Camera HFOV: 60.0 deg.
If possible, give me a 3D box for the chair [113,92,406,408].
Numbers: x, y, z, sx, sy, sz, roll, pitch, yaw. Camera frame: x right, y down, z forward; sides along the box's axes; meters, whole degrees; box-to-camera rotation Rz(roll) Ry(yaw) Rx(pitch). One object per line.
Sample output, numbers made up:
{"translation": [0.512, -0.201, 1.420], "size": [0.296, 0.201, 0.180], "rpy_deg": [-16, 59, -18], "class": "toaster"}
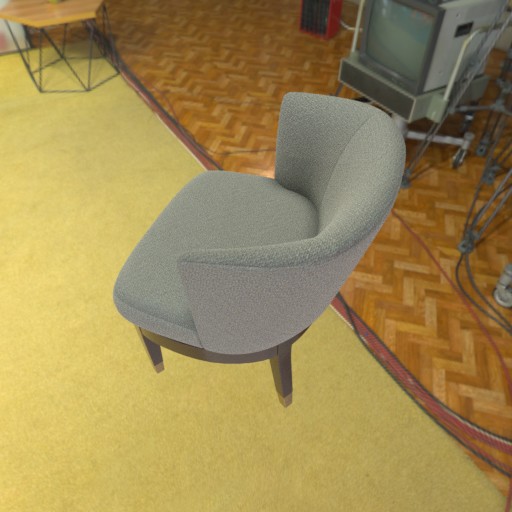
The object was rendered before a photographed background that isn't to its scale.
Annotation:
{"translation": [0.000, 0.000, 1.280], "size": [0.660, 0.760, 0.700], "rpy_deg": [15, 48, 14], "class": "chair"}
